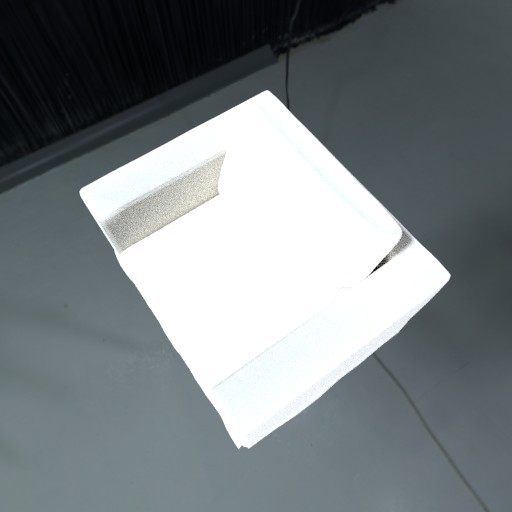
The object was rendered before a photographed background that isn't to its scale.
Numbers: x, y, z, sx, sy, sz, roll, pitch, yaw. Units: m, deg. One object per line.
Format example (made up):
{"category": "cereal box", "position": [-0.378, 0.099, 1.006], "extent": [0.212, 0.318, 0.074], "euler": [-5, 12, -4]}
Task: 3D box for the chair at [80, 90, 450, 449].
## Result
{"category": "chair", "position": [0.000, 0.000, 1.837], "extent": [0.957, 0.878, 1.150], "euler": [-33, 68, -15]}
